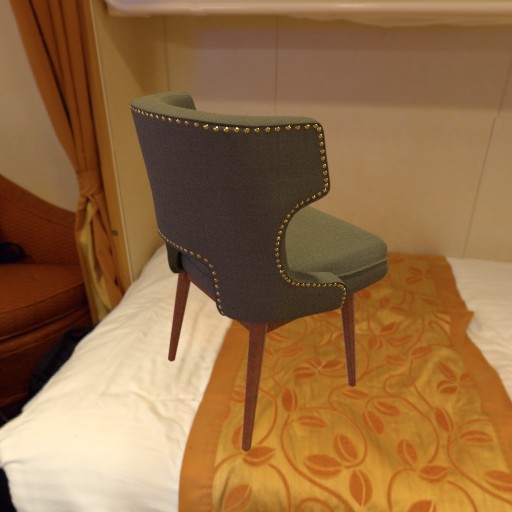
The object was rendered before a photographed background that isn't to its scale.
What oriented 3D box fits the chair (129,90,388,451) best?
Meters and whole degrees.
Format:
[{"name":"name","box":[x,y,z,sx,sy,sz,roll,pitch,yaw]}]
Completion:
[{"name":"chair","box":[0.000,0.000,1.251,0.581,0.863,0.595,-18,32,-32]}]
